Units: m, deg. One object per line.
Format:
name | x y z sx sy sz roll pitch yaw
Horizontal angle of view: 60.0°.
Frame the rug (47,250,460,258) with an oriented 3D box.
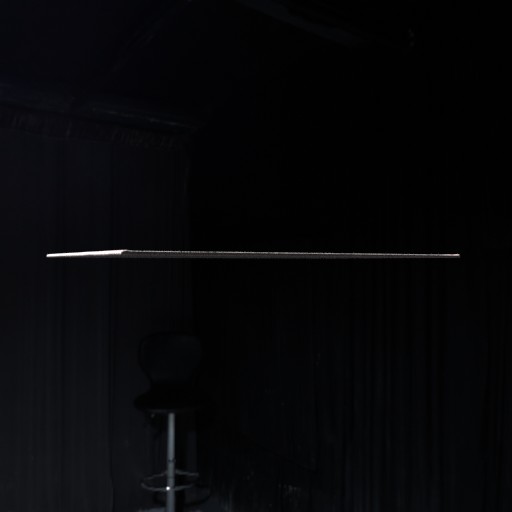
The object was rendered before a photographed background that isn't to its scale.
rug | 0.000 0.000 2.351 1.840 0.015 1.225 0 -1 -35
